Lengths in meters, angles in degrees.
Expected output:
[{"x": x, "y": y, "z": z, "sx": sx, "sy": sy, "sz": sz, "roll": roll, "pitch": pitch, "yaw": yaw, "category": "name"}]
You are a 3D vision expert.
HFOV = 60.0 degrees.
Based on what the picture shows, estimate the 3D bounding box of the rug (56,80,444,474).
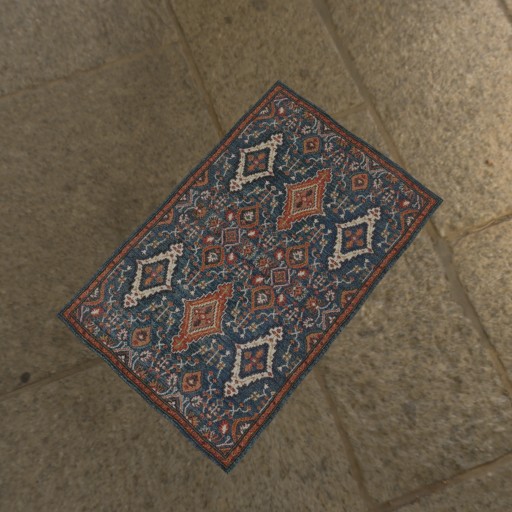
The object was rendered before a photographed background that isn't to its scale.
[{"x": 0.000, "y": 0.000, "z": 4.346, "sx": 2.190, "sy": 0.008, "sz": 3.371, "roll": 39, "pitch": 79, "yaw": 9, "category": "rug"}]
